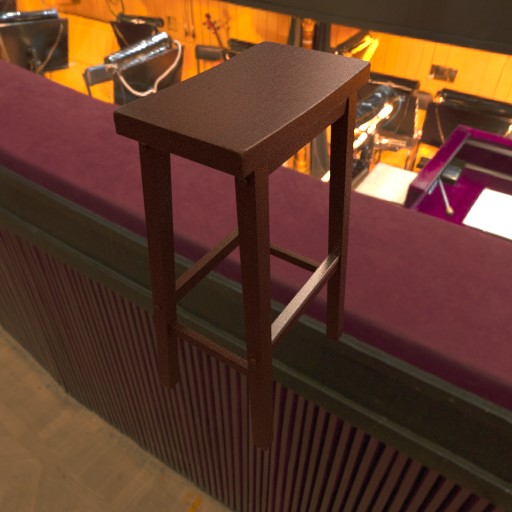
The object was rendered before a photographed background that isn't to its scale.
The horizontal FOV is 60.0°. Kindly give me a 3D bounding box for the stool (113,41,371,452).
[{"bbox_3d":[0.000,0.000,0.958,0.322,0.742,0.406,24,47,25],"label":"stool"}]
